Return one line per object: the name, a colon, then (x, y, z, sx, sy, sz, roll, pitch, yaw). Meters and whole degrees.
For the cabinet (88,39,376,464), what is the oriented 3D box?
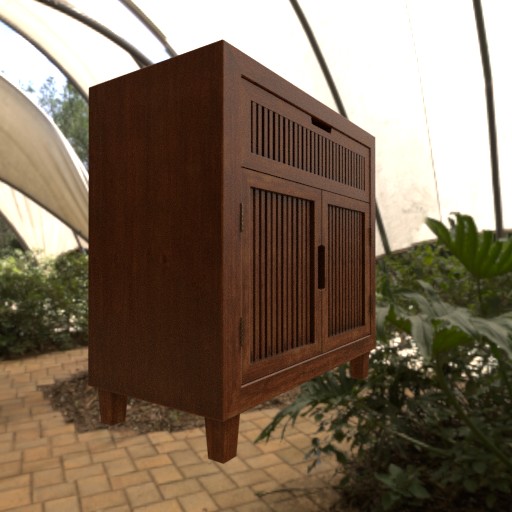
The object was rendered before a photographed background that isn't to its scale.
cabinet: (0.000, 0.000, 1.243, 0.412, 0.785, 0.796, 0, 0, 35)
